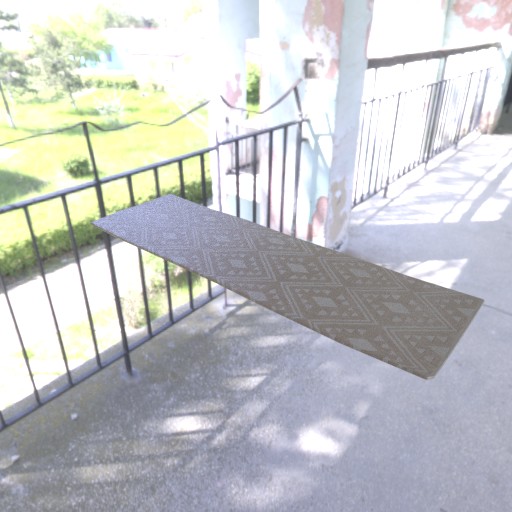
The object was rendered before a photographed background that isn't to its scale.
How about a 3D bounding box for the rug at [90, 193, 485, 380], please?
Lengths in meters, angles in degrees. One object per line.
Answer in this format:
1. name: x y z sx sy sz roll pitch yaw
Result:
1. rug: 0.000 0.000 2.726 2.452 0.051 0.752 22 36 34
